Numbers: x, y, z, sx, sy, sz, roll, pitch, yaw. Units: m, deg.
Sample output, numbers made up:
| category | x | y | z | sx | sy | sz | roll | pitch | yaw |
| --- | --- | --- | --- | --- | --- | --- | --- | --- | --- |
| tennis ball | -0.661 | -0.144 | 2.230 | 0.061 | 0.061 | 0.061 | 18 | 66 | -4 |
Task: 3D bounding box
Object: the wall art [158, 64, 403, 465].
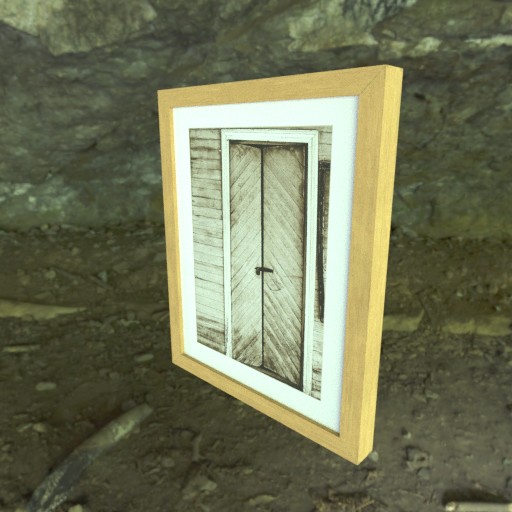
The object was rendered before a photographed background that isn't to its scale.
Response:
| category | x | y | z | sx | sy | sz | roll | pitch | yaw |
| --- | --- | --- | --- | --- | --- | --- | --- | --- | --- |
| wall art | 0.000 | 0.000 | 0.516 | 0.312 | 0.380 | 0.030 | 14 | 20 | 41 |
